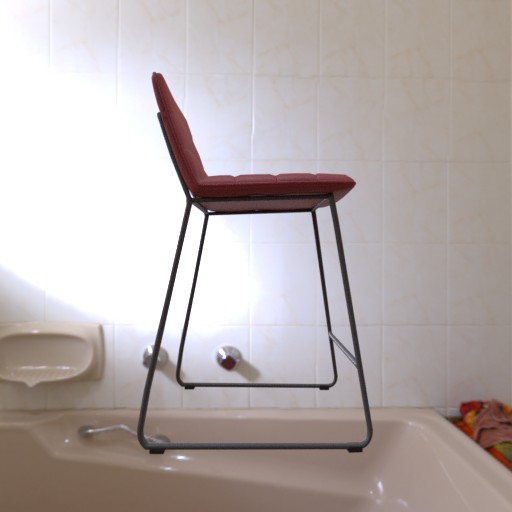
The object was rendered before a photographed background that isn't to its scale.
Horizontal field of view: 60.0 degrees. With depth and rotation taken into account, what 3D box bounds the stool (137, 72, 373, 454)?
[{"bbox_3d":[0.000,0.000,1.209,0.524,0.866,0.489,0,0,0],"label":"stool"}]
